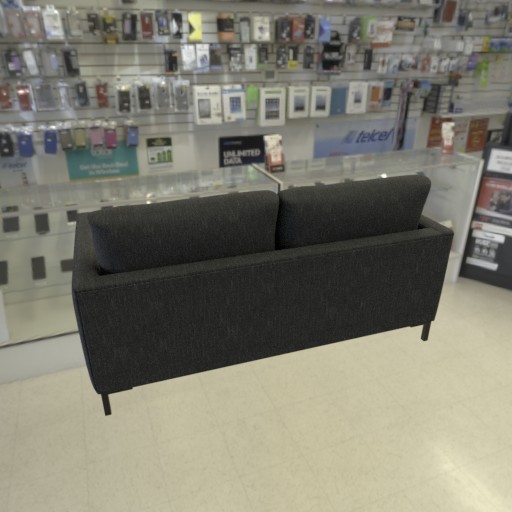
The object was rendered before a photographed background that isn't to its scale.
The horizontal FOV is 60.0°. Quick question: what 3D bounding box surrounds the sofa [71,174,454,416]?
[{"bbox_3d":[0.000,0.000,2.277,1.716,0.862,0.866,-8,27,-17],"label":"sofa"}]
